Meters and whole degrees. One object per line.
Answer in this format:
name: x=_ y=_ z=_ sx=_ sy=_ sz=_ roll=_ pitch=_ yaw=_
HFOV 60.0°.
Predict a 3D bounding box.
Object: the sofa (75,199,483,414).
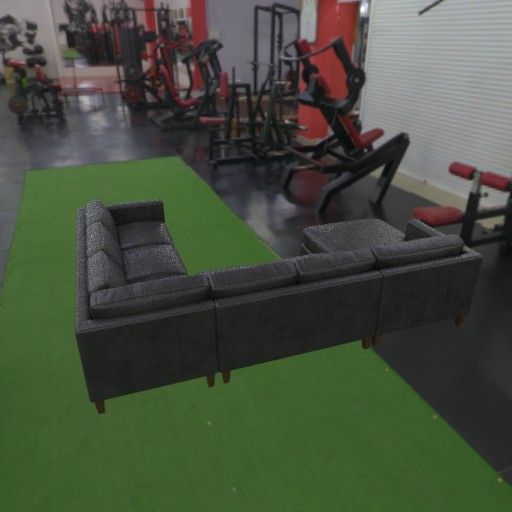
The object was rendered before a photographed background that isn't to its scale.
sofa: x=0.000 y=0.000 z=4.484 sx=3.324 sy=0.891 sz=2.452 roll=-9 pitch=28 yaw=-18
